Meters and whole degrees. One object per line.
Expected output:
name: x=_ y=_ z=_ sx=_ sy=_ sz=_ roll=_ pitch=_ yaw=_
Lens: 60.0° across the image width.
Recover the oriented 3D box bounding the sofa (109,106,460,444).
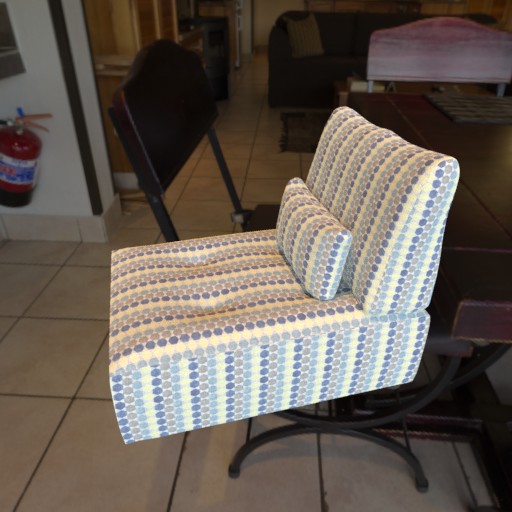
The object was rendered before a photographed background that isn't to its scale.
sofa: x=0.000 y=0.000 z=1.521 sx=1.000 sy=0.820 sz=0.700 roll=-8 pitch=31 yaw=-13
